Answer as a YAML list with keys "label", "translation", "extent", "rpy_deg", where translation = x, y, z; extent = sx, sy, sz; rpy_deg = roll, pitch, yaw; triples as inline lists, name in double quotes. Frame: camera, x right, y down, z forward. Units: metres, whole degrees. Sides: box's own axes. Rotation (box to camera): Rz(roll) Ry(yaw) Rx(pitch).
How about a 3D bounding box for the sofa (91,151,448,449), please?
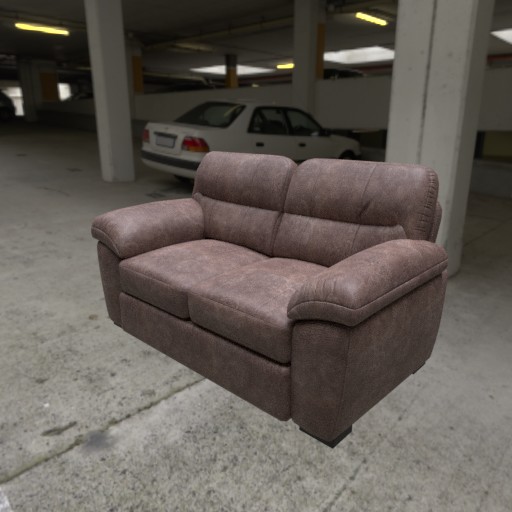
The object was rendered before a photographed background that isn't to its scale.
- label: "sofa"
  translation: [0.000, 0.000, 2.346]
  extent: [1.753, 0.991, 0.991]
  rpy_deg: [15, 23, 41]
